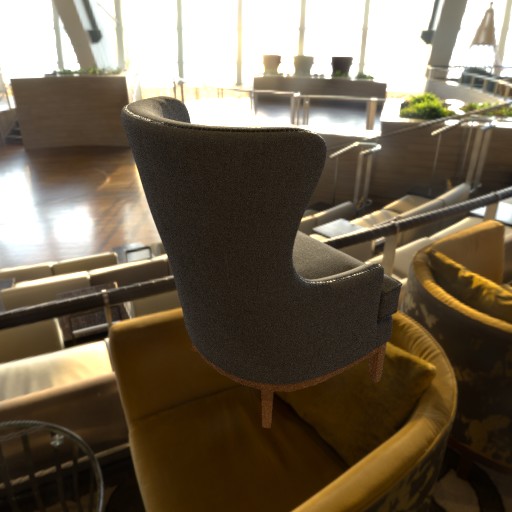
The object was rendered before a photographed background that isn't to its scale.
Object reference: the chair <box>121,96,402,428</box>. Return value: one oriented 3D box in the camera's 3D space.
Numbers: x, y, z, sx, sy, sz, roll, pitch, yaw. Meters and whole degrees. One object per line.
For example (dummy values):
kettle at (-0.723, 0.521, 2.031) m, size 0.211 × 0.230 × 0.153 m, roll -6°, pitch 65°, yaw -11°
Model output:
chair at (0.000, 0.000, 1.791) m, size 0.883 × 1.176 × 0.864 m, roll -18°, pitch 32°, yaw -32°
